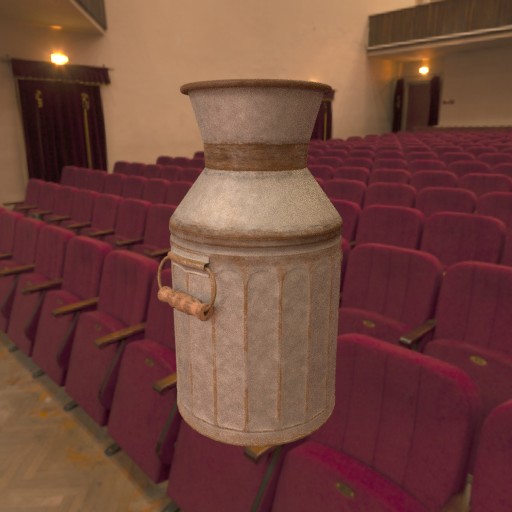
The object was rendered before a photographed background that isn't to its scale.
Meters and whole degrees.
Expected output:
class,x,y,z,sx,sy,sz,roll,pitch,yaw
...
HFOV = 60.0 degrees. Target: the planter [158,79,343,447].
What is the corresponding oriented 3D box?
class,x,y,z,sx,sy,sz,roll,pitch,yaw
planter,0.000,0.000,0.554,0.245,0.396,0.214,-15,21,-42
